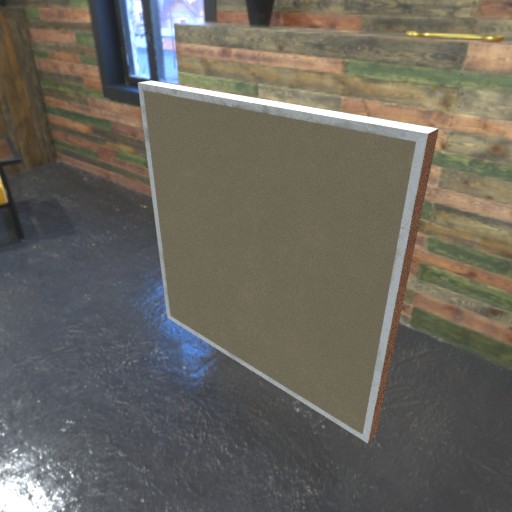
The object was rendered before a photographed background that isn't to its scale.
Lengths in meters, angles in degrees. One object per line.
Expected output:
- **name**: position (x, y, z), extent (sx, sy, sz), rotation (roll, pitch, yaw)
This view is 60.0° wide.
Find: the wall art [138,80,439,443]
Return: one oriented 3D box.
- **wall art**: position (0.000, 0.000, 0.751), extent (0.508, 0.506, 0.029), rotation (23, 37, 34)
